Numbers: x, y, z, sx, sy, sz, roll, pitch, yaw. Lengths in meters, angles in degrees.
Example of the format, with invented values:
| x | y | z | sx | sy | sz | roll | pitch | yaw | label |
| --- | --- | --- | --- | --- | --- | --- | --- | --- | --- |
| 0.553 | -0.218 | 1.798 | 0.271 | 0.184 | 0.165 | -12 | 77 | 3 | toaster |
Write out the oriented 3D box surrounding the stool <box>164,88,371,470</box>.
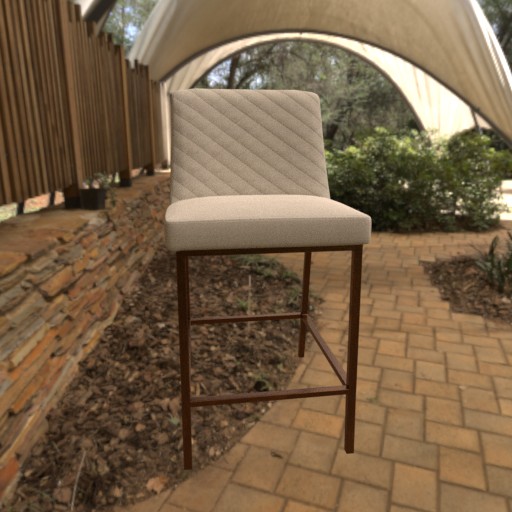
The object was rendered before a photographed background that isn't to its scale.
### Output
| x | y | z | sx | sy | sz | roll | pitch | yaw | label |
| --- | --- | --- | --- | --- | --- | --- | --- | --- | --- |
| 0.000 | 0.000 | 1.311 | 0.507 | 0.973 | 0.576 | -2 | 15 | -8 | stool |
